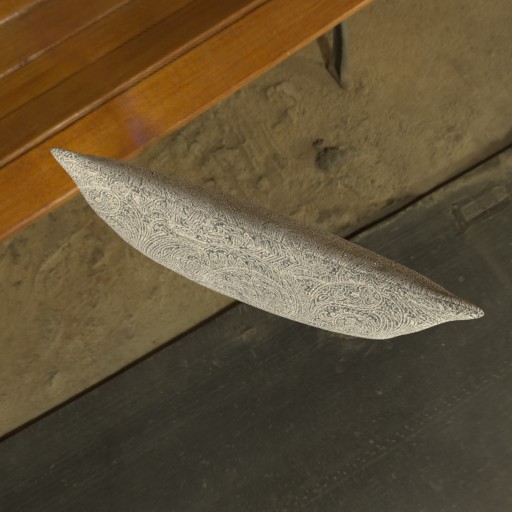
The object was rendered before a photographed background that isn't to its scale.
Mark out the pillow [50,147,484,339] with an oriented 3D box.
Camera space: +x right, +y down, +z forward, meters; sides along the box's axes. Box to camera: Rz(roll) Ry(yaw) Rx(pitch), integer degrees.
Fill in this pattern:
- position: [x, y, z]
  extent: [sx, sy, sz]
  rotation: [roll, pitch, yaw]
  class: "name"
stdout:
- position: [0.000, 0.000, 0.723]
  extent: [0.615, 0.295, 0.151]
  rotation: [21, 76, 5]
  class: "pillow"
